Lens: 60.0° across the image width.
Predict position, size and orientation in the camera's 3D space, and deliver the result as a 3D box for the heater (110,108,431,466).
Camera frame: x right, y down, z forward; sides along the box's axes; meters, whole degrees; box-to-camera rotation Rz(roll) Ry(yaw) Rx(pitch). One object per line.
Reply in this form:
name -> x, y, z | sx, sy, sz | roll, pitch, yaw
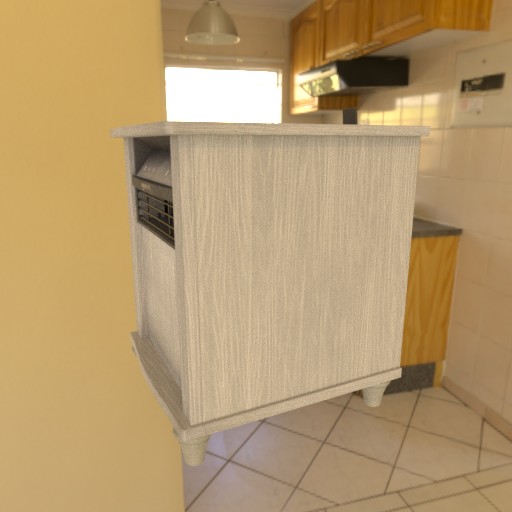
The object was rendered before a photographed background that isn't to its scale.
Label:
heater -> 0.000, 0.000, 0.741 | 0.400, 0.481, 0.362 | -7, 16, -25
